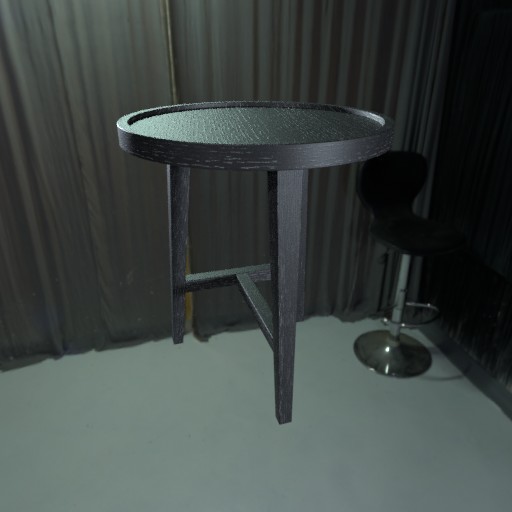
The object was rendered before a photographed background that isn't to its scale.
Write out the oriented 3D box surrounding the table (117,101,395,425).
[{"bbox_3d":[0.000,0.000,0.760,0.399,0.460,0.399,0,26,0],"label":"table"}]
